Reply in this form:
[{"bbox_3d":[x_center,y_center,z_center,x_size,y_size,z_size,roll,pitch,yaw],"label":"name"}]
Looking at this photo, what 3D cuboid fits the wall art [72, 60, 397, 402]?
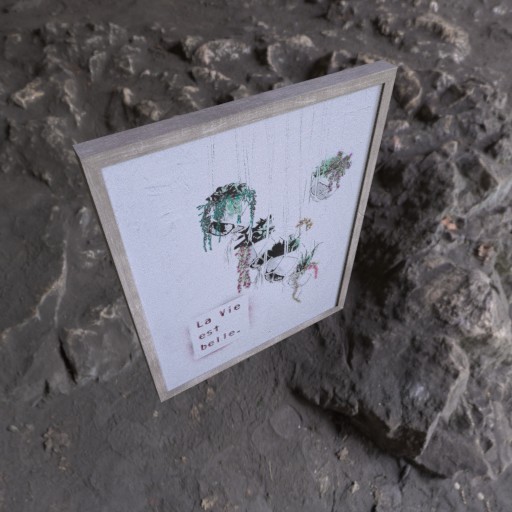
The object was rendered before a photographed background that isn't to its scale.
[{"bbox_3d":[0.000,0.000,0.708,0.421,0.521,0.032,-23,50,-21],"label":"wall art"}]
